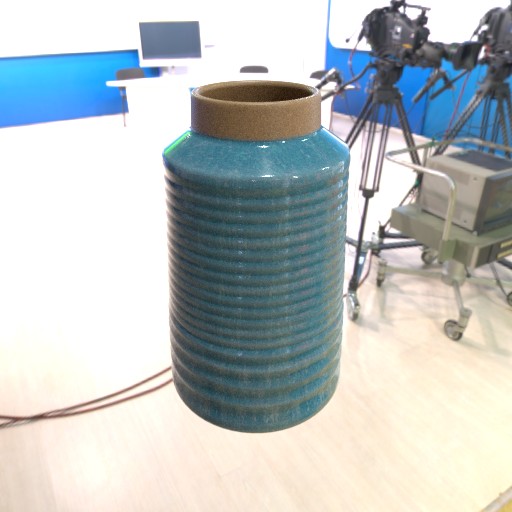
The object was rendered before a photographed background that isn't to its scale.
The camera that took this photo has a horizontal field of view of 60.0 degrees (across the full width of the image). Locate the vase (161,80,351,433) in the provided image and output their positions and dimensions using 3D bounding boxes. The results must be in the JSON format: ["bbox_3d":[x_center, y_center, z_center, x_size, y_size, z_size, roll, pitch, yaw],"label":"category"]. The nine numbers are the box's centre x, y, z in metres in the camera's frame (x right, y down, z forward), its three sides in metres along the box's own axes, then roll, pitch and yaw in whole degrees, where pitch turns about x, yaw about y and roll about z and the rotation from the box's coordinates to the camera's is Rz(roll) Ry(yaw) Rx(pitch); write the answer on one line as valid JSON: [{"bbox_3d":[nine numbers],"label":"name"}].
[{"bbox_3d":[0.000,0.000,0.375,0.163,0.267,0.163,0,30,0],"label":"vase"}]
